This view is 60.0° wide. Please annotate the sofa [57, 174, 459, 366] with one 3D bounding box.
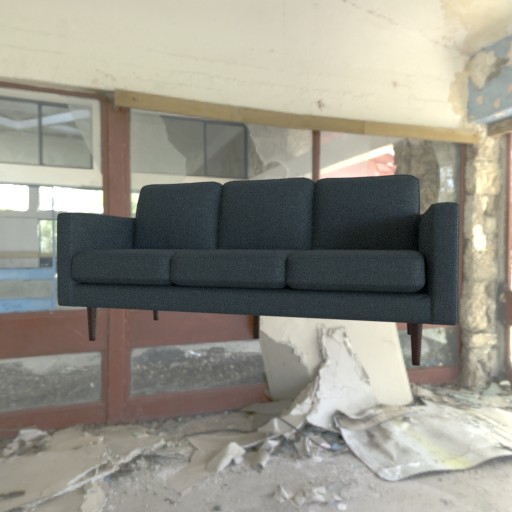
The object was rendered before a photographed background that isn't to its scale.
[{"bbox_3d":[0.000,0.000,2.521,2.013,0.945,0.935,0,2,17],"label":"sofa"}]
